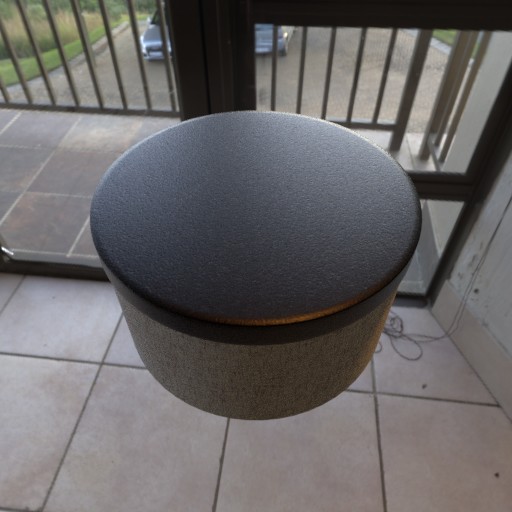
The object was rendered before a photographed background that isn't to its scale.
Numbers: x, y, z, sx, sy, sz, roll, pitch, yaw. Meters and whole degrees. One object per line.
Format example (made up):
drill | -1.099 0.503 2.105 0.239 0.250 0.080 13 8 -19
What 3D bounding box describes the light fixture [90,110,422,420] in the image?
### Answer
light fixture | 0.000 0.000 0.617 0.389 0.229 0.389 0 47 0
